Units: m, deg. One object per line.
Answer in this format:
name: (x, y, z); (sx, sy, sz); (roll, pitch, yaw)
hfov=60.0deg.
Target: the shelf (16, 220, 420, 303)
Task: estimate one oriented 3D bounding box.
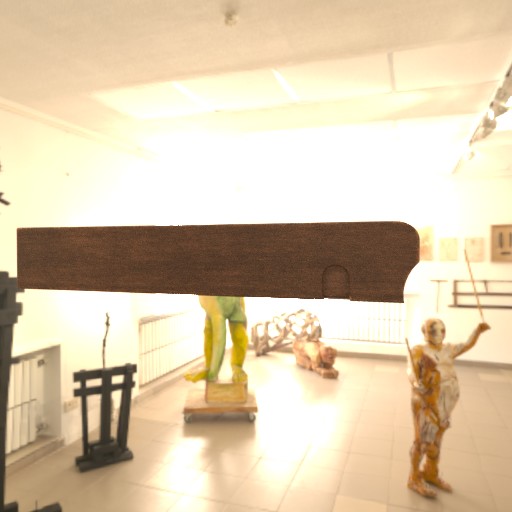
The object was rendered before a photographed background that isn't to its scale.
shelf: (0.000, 0.000, 0.458); (0.310, 0.050, 0.310); (0, 1, 19)
